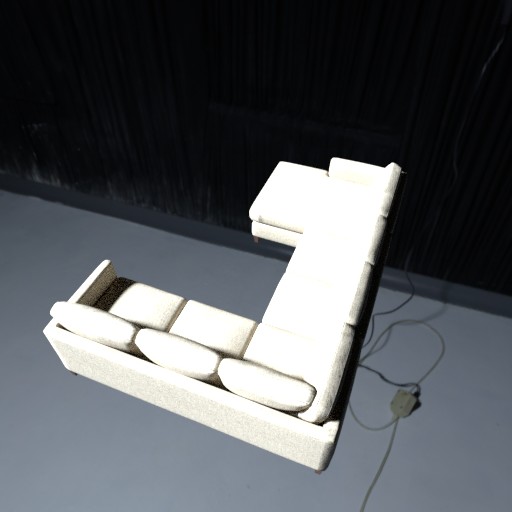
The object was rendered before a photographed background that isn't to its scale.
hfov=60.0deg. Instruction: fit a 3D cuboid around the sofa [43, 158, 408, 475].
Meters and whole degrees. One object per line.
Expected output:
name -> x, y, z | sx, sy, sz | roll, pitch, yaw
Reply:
sofa -> 0.000, 0.000, 4.703 | 2.593, 0.959, 3.460 | 16, 49, 15
